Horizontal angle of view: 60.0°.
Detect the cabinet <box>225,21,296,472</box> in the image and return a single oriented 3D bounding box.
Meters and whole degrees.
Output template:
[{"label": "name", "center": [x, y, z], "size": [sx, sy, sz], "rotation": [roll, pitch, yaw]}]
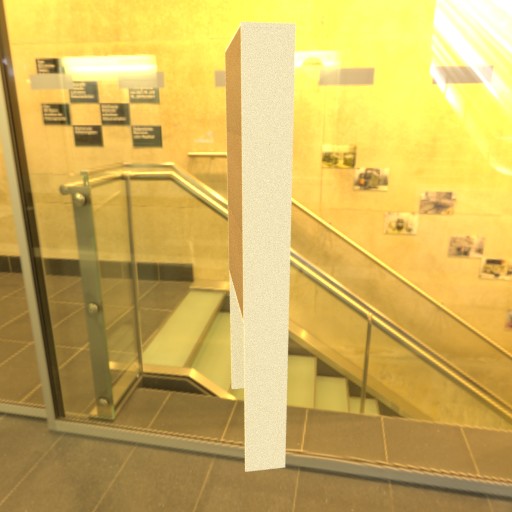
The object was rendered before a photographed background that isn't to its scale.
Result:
[{"label": "cabinet", "center": [0.000, 0.000, 1.992], "size": [0.192, 1.770, 0.643], "rotation": [-3, 17, -8]}]
